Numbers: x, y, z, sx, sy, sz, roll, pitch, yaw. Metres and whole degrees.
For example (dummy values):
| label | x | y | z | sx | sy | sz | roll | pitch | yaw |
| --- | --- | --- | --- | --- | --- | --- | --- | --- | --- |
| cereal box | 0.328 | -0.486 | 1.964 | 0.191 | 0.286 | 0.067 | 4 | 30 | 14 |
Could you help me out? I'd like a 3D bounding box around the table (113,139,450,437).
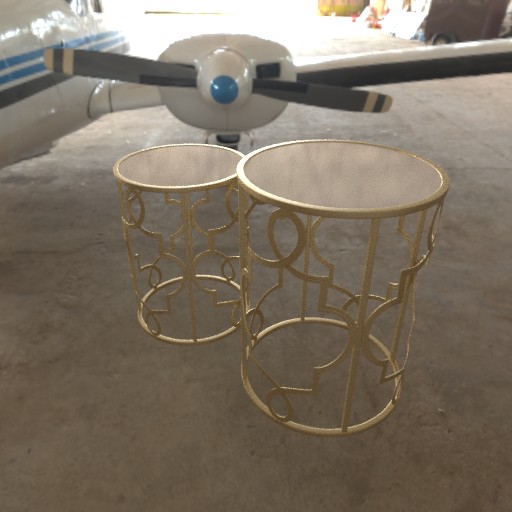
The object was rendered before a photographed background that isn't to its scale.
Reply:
| label | x | y | z | sx | sy | sz | roll | pitch | yaw |
| --- | --- | --- | --- | --- | --- | --- | --- | --- | --- |
| table | 0.000 | 0.000 | 1.157 | 0.846 | 0.564 | 0.420 | 21 | 36 | 31 |
